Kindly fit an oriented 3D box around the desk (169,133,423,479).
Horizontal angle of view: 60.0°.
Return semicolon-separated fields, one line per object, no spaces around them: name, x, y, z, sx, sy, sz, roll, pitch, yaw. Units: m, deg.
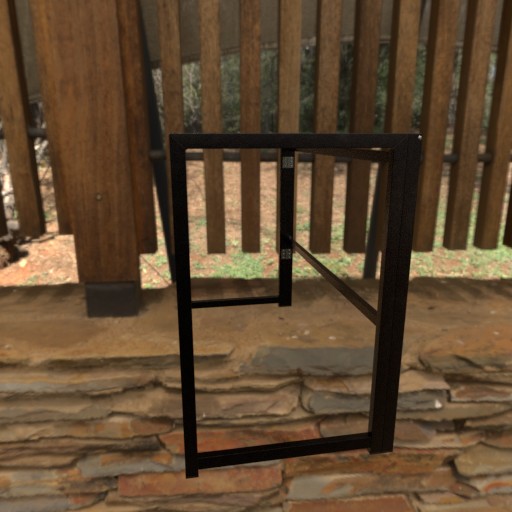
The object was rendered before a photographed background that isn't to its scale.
desk;0.000;0.000;1.436;0.508;0.762;1.016;-3;15;-10
